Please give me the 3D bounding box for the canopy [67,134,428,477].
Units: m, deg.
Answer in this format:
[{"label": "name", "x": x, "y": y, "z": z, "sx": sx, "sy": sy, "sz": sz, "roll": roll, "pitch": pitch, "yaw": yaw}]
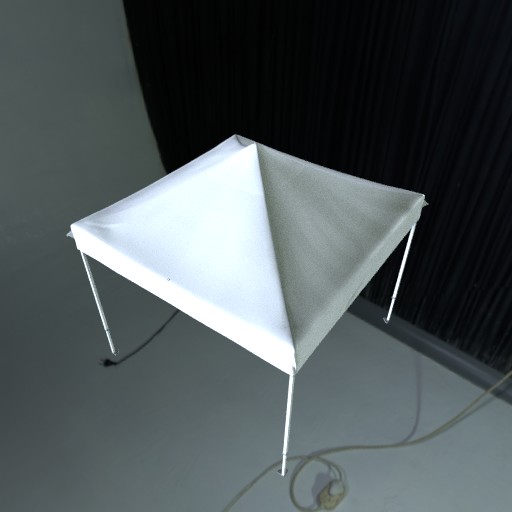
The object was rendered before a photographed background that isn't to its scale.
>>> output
[{"label": "canopy", "x": 0.000, "y": 0.000, "z": 5.496, "sx": 2.994, "sy": 2.998, "sz": 2.996, "roll": 25, "pitch": 46, "yaw": 27}]
